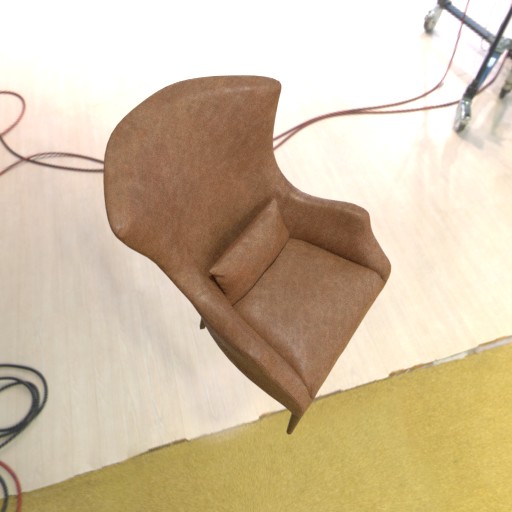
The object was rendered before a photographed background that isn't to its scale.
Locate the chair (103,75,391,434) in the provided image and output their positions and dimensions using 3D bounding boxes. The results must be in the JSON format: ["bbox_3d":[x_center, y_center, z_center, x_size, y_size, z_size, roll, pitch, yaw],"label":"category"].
[{"bbox_3d":[0.000,0.000,1.788,0.955,1.067,0.846,31,62,18],"label":"chair"}]
